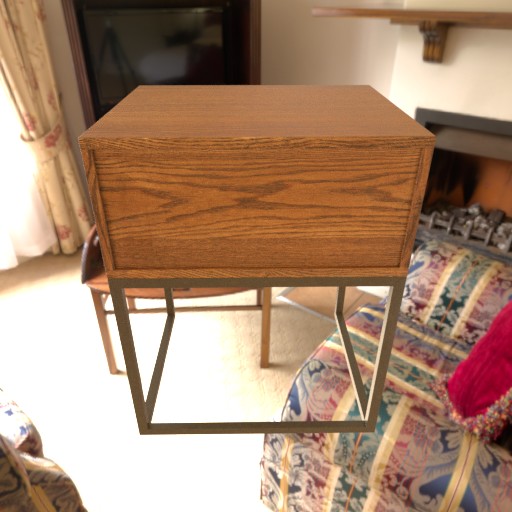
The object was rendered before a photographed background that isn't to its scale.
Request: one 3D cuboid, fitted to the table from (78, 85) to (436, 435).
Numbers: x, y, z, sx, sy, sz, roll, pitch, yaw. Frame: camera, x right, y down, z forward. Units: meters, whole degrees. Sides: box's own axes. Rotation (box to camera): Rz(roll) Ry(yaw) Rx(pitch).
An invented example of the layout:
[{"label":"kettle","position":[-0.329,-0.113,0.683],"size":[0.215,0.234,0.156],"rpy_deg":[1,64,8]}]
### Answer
[{"label":"table","position":[0.000,0.000,0.923],"size":[0.482,0.610,0.400],"rpy_deg":[0,31,-1]}]
